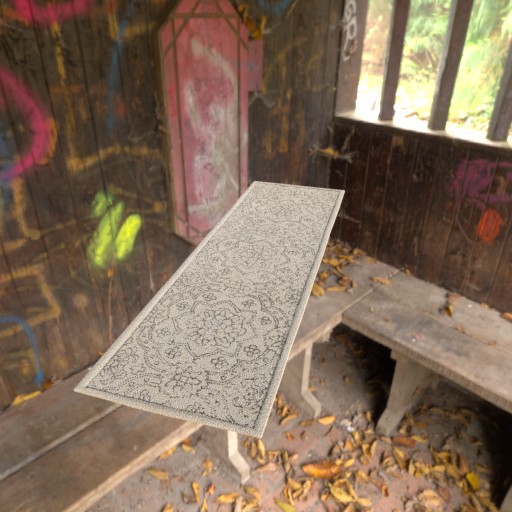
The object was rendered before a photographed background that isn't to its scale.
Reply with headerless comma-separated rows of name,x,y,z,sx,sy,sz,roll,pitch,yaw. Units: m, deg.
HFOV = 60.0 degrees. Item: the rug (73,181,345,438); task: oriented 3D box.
rug,0.000,0.000,2.646,0.769,0.012,2.448,8,31,14
